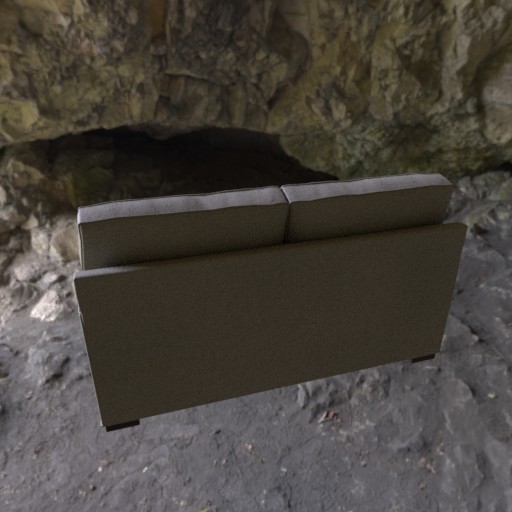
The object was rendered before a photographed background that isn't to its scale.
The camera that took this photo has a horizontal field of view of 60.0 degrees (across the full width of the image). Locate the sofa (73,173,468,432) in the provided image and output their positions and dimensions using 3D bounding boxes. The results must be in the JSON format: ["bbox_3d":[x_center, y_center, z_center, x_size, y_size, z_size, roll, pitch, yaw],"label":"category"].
[{"bbox_3d":[0.000,0.000,2.062,1.484,0.853,0.940,-8,27,-15],"label":"sofa"}]
